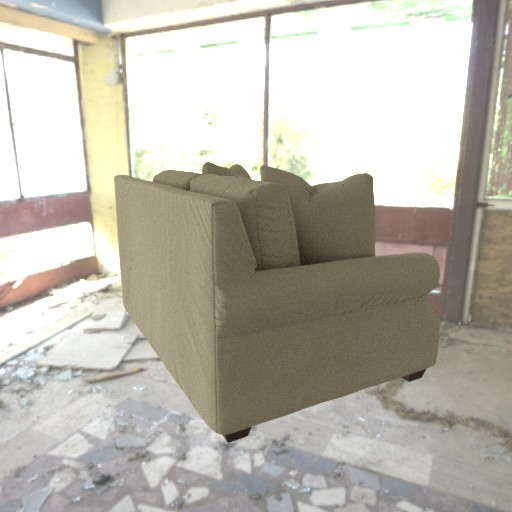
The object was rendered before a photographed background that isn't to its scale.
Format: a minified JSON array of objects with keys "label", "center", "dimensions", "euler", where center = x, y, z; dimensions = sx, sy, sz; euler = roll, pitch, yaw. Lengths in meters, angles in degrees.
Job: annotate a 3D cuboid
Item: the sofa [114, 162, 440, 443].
[{"label":"sofa","center":[0.000,0.000,2.194],"dimensions":[1.070,0.905,1.550],"euler":[-7,16,-27]}]
